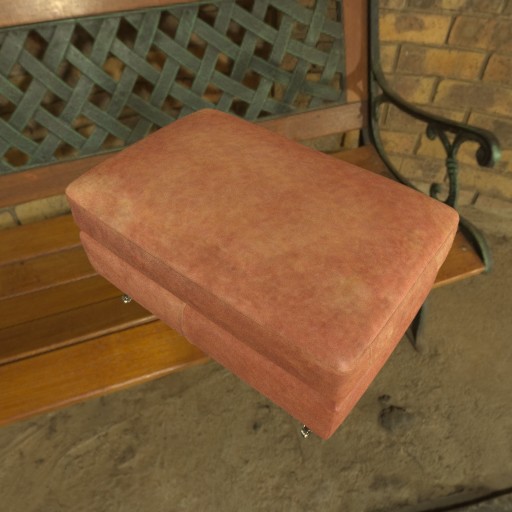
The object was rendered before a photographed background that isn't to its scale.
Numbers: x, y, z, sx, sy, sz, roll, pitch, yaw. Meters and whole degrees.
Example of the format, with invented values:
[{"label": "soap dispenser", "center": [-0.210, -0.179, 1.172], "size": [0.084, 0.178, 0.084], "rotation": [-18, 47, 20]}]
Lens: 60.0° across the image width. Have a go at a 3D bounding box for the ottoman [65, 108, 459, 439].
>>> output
[{"label": "ottoman", "center": [0.000, 0.000, 1.203], "size": [0.852, 0.507, 0.565], "rotation": [30, 53, 25]}]
